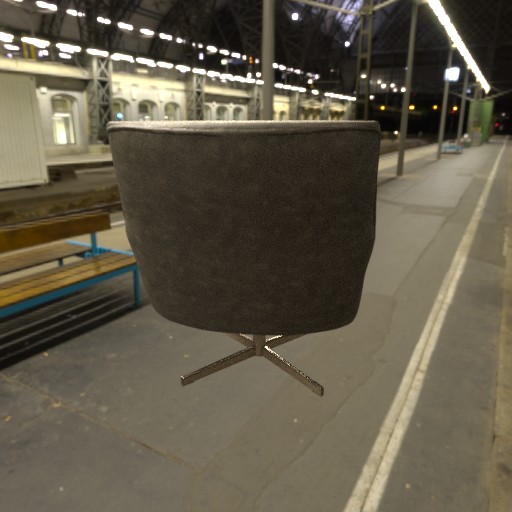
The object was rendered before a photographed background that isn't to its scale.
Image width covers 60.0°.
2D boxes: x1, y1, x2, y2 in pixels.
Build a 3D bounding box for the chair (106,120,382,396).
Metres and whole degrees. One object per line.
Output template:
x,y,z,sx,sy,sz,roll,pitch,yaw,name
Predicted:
0.000,0.000,1.505,0.738,0.870,0.874,2,16,7,chair
